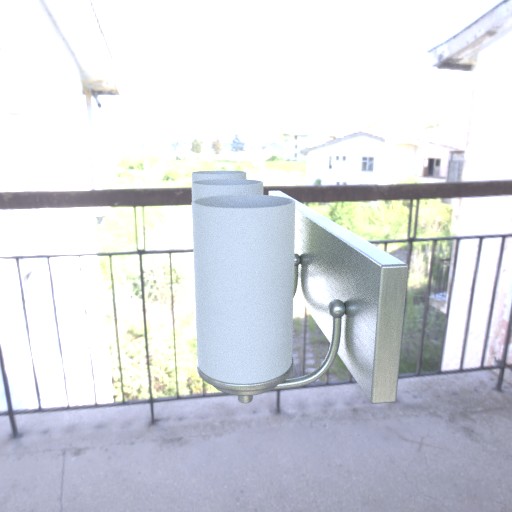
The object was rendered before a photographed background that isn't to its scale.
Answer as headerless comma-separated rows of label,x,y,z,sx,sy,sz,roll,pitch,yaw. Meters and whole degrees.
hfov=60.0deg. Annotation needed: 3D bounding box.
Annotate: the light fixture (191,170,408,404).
light fixture,0.000,0.000,0.517,0.145,0.172,0.451,-2,15,-8
